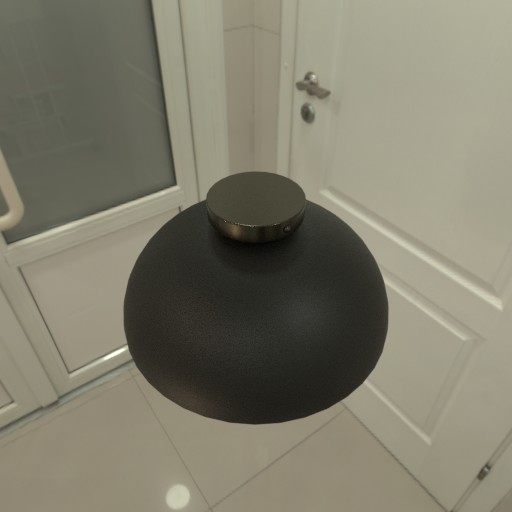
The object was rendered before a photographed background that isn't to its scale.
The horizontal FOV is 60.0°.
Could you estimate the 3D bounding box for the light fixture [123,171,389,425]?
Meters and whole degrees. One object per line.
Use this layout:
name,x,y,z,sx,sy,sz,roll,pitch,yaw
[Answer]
light fixture,0.000,0.000,0.557,0.355,0.177,0.355,0,41,0
